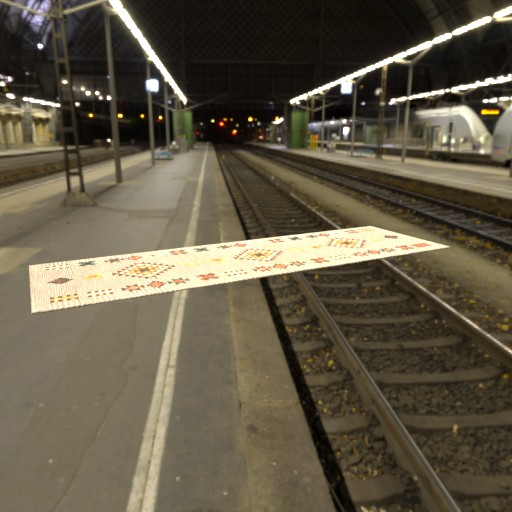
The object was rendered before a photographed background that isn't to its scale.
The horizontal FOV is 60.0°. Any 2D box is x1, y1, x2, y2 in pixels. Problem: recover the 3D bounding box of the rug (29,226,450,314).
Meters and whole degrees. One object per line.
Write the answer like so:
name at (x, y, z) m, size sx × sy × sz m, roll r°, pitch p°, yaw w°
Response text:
rug at (0.000, 0.000, 2.661) m, size 2.432 × 0.008 × 0.766 m, roll -8°, pitch 17°, yaw -26°
